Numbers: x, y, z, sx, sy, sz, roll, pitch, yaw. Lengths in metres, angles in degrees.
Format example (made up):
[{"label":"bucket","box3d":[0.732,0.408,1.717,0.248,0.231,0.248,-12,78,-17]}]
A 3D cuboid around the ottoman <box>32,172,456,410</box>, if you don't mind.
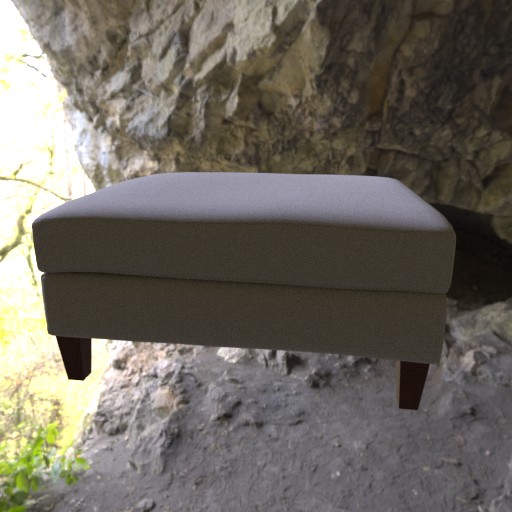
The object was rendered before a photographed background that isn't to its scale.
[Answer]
[{"label":"ottoman","box3d":[0.000,0.000,1.403,0.976,0.492,0.836,2,17,8]}]
